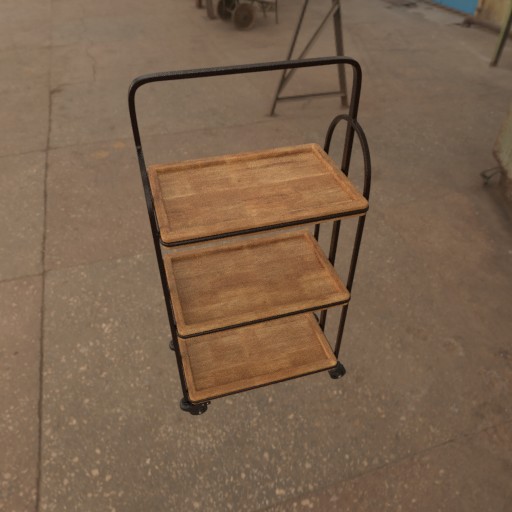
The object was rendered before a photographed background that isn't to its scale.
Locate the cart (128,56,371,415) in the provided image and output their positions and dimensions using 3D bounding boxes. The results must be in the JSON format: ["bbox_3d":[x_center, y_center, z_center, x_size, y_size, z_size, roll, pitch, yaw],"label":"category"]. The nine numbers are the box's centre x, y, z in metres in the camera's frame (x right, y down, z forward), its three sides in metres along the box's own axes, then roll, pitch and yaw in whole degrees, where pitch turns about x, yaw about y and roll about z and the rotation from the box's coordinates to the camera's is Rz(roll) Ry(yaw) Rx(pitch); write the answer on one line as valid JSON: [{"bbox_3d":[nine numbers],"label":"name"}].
[{"bbox_3d":[0.000,0.000,1.208,0.553,1.001,0.327,-11,42,-12],"label":"cart"}]
